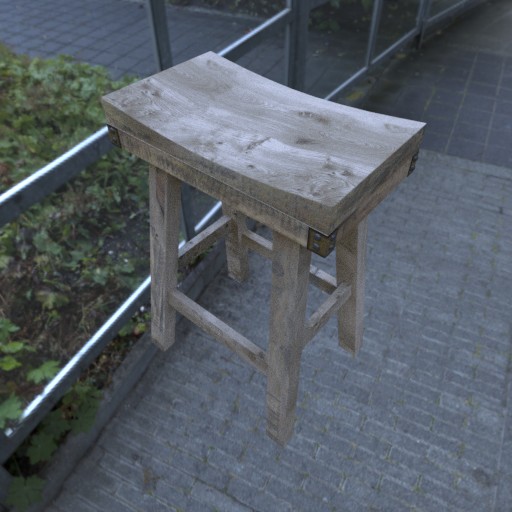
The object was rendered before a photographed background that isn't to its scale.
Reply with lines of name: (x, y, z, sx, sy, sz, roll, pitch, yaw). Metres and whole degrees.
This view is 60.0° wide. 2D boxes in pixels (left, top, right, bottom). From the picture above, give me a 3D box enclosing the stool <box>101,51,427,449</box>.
stool: (0.000, 0.000, 0.904, 0.450, 0.635, 0.330, 30, 52, 27)
